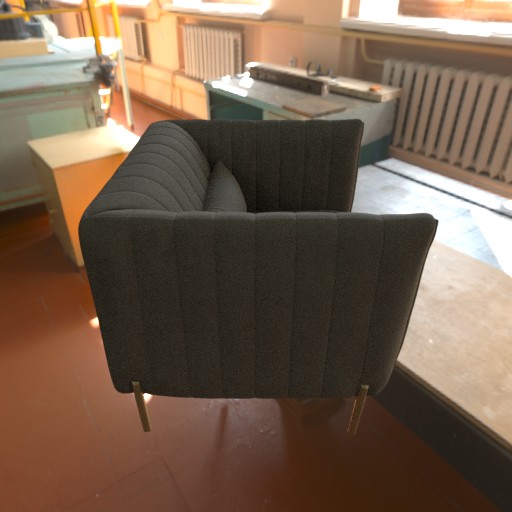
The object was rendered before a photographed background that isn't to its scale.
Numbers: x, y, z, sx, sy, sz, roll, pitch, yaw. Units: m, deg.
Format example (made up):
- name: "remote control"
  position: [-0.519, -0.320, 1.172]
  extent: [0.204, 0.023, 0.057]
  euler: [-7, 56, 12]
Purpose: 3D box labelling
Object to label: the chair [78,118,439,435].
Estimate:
- name: "chair"
  position: [0.000, 0.000, 1.616]
  extent: [0.873, 0.779, 0.981]
  euler: [0, 32, 0]
